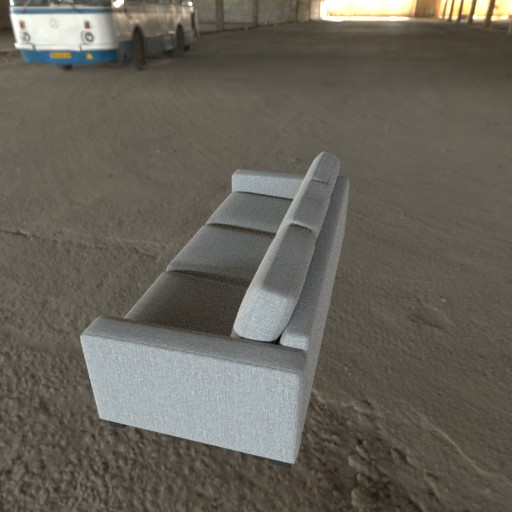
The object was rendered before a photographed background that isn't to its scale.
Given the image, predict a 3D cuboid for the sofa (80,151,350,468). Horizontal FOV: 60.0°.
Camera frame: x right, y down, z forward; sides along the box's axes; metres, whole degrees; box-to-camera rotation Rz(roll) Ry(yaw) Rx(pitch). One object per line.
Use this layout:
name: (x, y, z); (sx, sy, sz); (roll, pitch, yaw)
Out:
sofa: (0.000, 0.000, 2.599); (0.900, 0.800, 2.120); (7, 30, 13)
